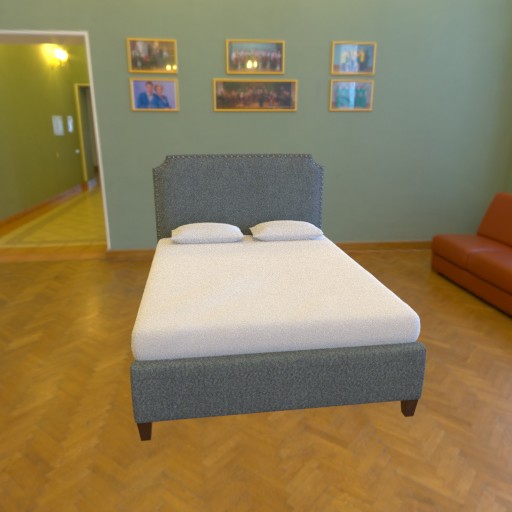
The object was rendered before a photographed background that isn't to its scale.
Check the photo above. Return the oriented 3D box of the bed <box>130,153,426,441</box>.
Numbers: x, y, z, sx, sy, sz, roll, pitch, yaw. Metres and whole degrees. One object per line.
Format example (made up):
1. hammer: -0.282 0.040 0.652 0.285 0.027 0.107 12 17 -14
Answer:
1. bed: 0.000 0.000 3.494 1.712 1.443 2.372 -2 17 -8
